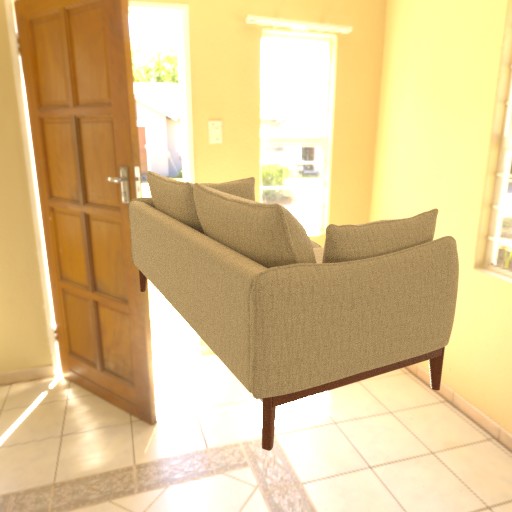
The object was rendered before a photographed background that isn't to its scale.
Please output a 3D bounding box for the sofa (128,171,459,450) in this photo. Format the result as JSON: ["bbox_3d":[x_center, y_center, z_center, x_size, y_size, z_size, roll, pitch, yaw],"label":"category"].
[{"bbox_3d":[0.000,0.000,2.464,0.991,0.860,1.989,-8,17,-26],"label":"sofa"}]
